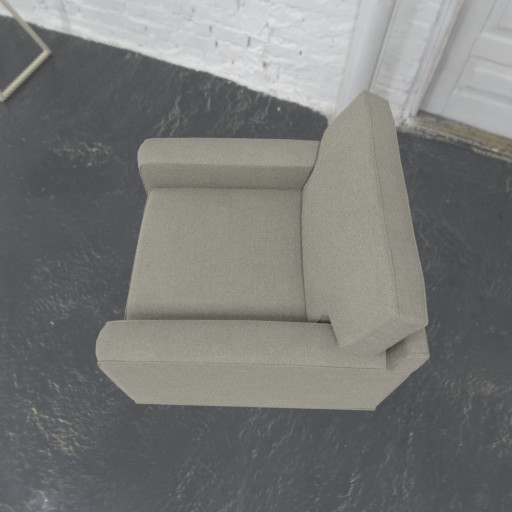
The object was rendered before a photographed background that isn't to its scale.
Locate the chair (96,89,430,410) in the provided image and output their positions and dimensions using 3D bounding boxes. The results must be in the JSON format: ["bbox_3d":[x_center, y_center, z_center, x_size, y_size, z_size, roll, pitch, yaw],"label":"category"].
[{"bbox_3d":[0.000,0.000,1.774,1.044,0.934,0.999,1,60,1],"label":"chair"}]
